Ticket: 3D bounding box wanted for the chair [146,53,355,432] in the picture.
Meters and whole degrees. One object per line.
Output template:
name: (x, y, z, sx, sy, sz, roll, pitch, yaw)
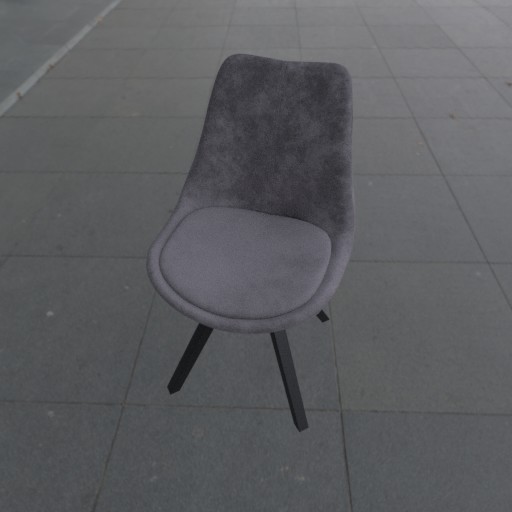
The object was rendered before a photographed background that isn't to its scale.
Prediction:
chair: (0.000, 0.000, 1.178, 0.485, 0.850, 0.550, 12, 44, 13)
